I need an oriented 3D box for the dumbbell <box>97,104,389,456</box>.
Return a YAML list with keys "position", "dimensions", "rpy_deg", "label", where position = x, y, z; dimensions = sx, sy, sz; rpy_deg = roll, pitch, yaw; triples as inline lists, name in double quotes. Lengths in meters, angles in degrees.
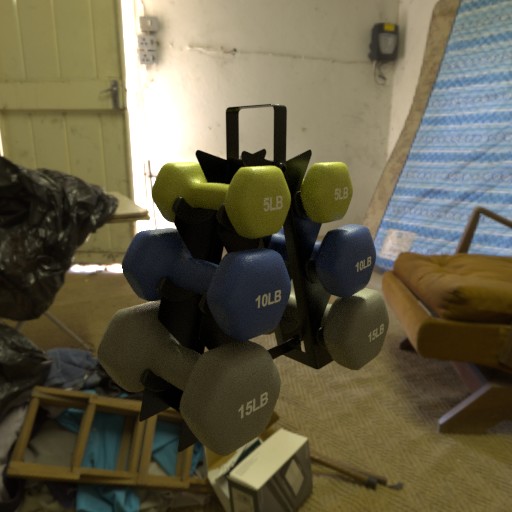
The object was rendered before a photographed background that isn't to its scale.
- position: [0.000, 0.000, 0.664]
  dimensions: [0.261, 0.426, 0.416]
  rpy_deg: [14, 20, 42]
  label: "dumbbell"
